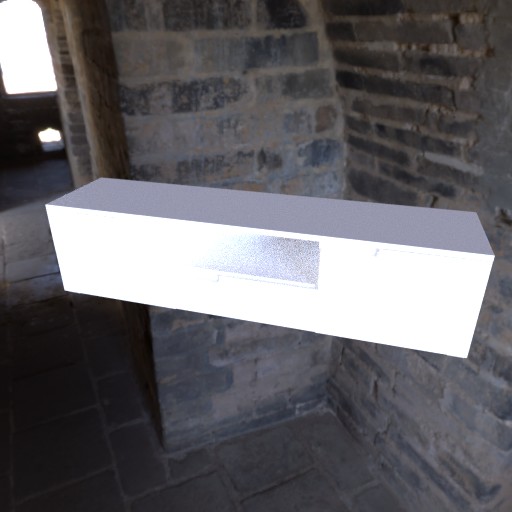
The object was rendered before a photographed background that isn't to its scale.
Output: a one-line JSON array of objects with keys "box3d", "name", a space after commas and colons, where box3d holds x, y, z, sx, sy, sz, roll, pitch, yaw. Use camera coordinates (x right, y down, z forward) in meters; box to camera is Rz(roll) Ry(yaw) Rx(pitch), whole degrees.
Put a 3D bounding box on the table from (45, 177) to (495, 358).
[{"box3d": [0.000, 0.000, 1.838, 1.650, 0.420, 0.390, 7, 28, 14], "name": "table"}]
